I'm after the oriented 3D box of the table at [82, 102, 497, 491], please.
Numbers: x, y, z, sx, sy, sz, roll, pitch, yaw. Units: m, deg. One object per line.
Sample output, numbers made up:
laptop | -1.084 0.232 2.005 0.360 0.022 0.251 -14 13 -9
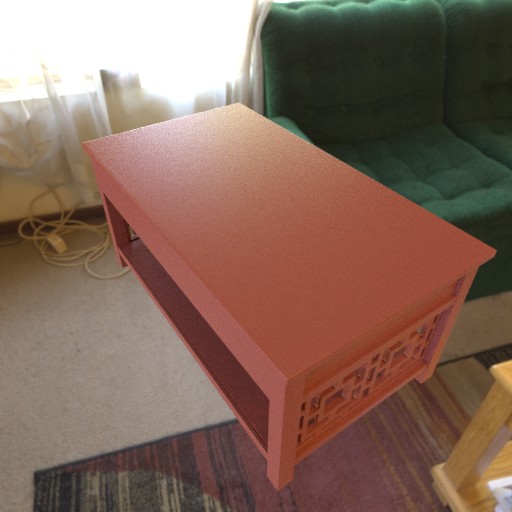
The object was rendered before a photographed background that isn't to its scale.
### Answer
table | 0.000 0.000 1.368 0.612 0.493 1.068 -24 46 -26
